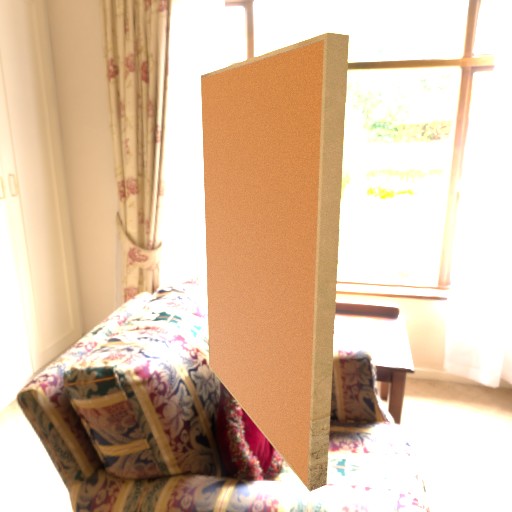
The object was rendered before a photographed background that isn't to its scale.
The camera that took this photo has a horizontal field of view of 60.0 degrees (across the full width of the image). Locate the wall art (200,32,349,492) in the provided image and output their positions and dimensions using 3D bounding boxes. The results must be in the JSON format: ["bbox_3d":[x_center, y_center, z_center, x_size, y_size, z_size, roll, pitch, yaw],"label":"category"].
[{"bbox_3d":[0.000,0.000,0.934,0.038,0.764,0.508,-8,17,-26],"label":"wall art"}]
